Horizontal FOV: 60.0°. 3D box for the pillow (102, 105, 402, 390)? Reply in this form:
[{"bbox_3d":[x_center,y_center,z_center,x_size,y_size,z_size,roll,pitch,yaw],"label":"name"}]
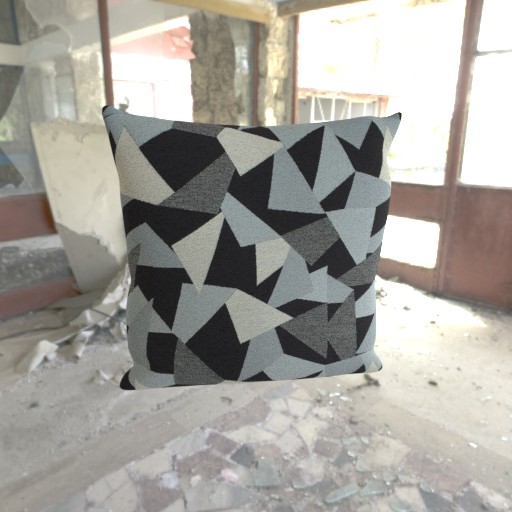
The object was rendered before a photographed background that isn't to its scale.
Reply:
[{"bbox_3d":[0.000,0.000,0.773,0.503,0.496,0.208,-2,16,-7],"label":"pillow"}]
